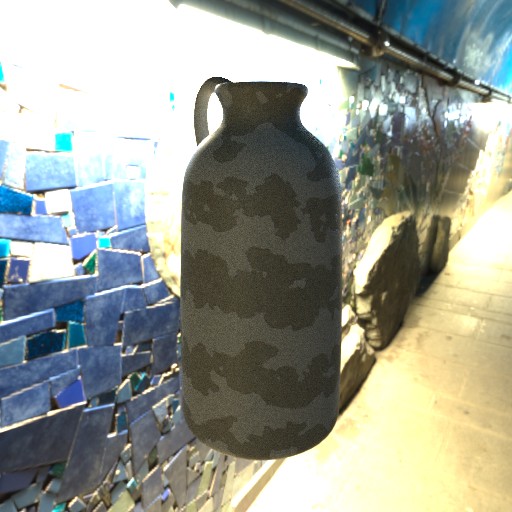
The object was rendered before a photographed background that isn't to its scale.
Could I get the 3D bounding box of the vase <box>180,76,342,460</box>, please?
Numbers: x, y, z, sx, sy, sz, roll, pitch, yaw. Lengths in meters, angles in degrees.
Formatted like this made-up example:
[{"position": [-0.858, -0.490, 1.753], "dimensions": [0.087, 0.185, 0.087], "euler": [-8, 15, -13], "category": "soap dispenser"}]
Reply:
[{"position": [0.000, 0.000, 0.491], "dimensions": [0.186, 0.382, 0.203], "euler": [-15, 22, -42], "category": "vase"}]
